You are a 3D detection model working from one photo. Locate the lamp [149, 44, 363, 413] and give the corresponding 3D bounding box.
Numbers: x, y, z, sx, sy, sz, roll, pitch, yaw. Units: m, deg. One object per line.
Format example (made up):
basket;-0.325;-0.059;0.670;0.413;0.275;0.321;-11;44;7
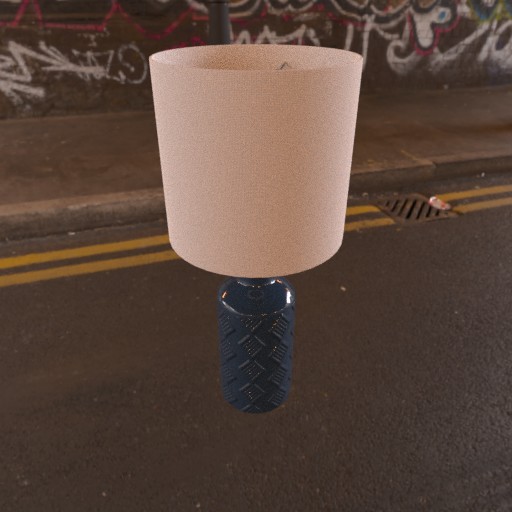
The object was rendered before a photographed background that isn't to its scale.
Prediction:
lamp;0.000;0.000;0.554;0.207;0.461;0.207;11;32;17
